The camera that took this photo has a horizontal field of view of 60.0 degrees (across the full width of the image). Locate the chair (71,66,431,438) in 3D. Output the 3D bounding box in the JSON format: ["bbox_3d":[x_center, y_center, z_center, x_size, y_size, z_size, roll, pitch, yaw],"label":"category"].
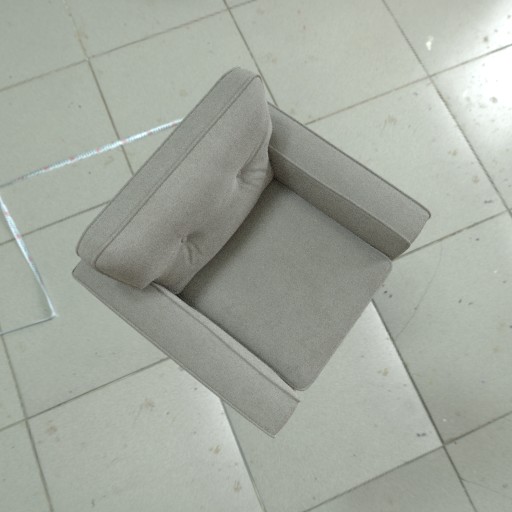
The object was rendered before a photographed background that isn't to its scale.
[{"bbox_3d":[0.000,0.000,1.772,0.939,0.965,1.015,37,79,8],"label":"chair"}]
